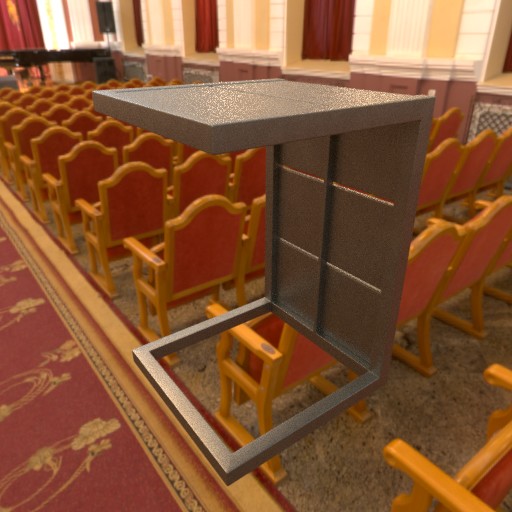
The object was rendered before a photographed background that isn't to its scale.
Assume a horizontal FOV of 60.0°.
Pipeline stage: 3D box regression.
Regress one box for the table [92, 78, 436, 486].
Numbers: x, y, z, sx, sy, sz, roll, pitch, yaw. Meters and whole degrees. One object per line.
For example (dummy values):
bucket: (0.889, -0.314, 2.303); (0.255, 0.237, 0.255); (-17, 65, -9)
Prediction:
table: (0.000, 0.000, 0.879); (0.420, 0.609, 0.405); (-18, 32, -32)
